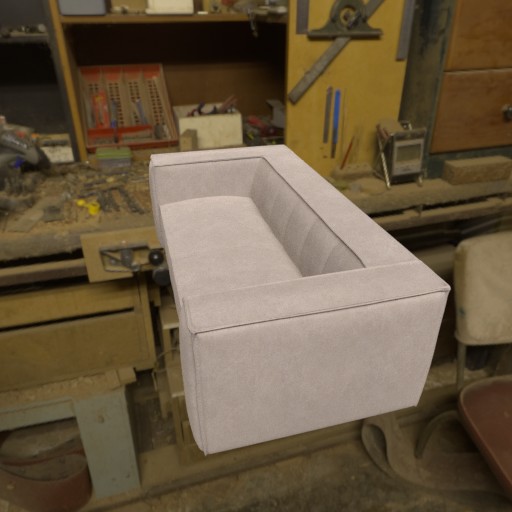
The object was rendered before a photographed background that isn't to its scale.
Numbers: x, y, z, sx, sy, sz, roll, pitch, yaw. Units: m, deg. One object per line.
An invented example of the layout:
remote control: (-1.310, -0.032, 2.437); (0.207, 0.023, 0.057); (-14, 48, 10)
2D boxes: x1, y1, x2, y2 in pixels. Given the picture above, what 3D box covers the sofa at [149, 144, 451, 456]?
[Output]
sofa: (0.000, 0.000, 2.507); (1.038, 0.680, 1.995); (-8, 31, -13)
